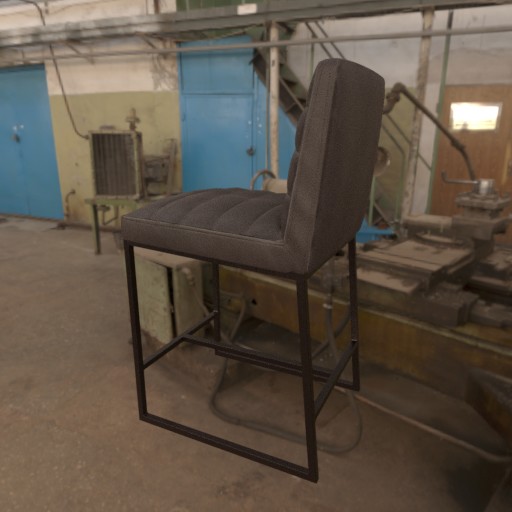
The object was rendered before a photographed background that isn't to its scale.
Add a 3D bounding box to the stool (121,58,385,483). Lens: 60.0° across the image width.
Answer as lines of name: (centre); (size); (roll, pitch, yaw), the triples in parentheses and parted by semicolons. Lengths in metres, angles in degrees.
stool: (0.000, 0.000, 1.221); (0.562, 0.946, 0.463); (8, 19, 25)
